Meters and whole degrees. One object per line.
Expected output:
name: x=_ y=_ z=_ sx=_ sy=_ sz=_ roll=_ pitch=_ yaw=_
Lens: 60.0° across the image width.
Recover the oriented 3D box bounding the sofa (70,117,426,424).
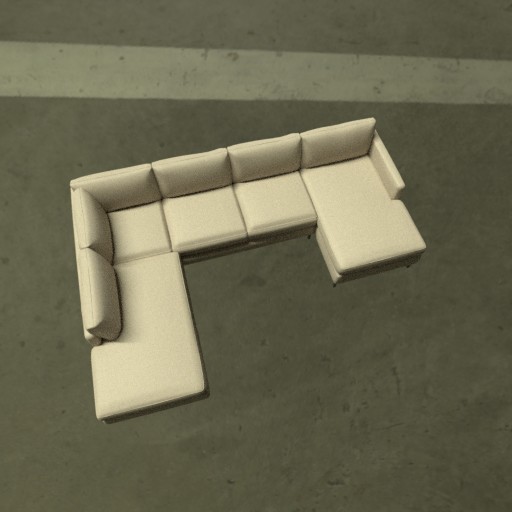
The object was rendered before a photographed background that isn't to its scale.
sofa: x=0.000 y=0.000 z=3.561 sx=2.737 sy=0.756 sz=1.879 roll=-13 pitch=63 yaw=-7
